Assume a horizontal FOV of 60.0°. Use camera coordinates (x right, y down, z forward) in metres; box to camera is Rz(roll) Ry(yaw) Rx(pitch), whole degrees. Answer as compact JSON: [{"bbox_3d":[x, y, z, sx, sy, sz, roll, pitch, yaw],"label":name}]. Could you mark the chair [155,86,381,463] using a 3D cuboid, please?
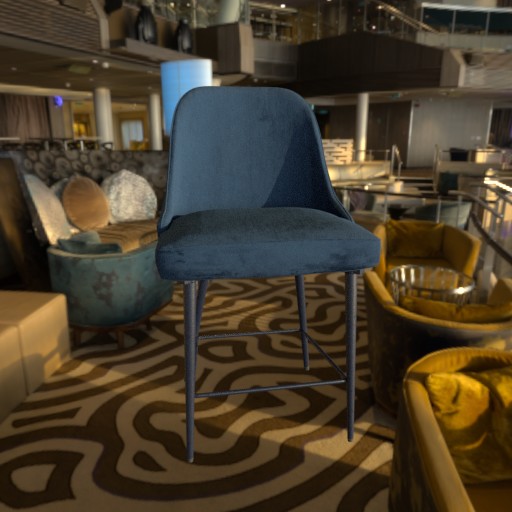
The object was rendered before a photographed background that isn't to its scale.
[{"bbox_3d":[0.000,0.000,1.221,0.526,0.927,0.489,-3,15,-10],"label":"chair"}]
